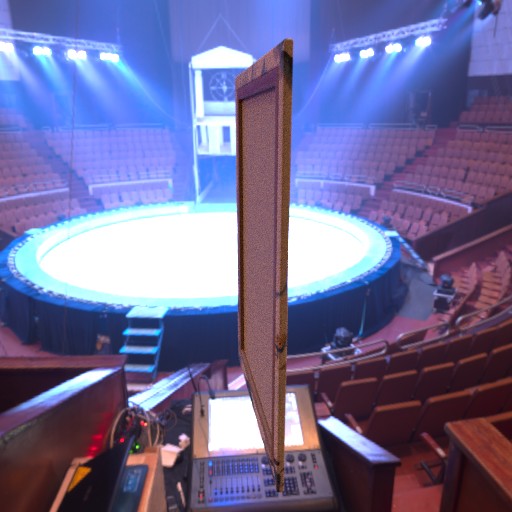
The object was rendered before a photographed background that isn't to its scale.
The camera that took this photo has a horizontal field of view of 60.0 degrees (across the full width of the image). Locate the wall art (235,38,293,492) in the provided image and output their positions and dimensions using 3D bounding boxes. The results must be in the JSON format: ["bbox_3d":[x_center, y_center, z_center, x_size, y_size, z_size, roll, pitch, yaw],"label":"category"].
[{"bbox_3d":[0.000,0.000,1.137,0.016,0.914,0.610,-3,17,-10],"label":"wall art"}]
